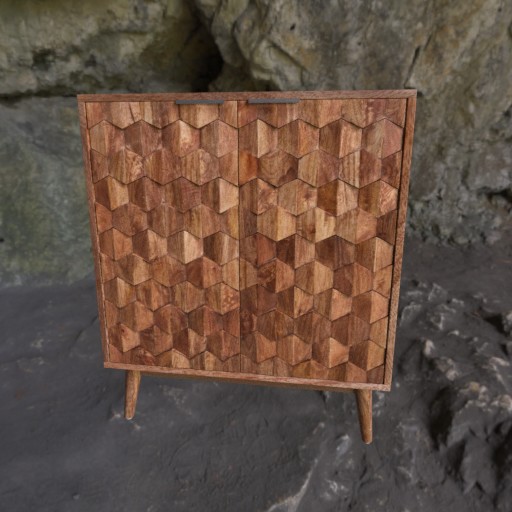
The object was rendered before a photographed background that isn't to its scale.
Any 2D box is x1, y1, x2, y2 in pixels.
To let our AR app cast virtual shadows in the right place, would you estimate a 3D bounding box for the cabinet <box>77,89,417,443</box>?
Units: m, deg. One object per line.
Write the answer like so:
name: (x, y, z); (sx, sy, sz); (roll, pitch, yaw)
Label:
cabinet: (0.000, 0.000, 1.146); (0.647, 0.758, 0.473); (2, 15, 9)
